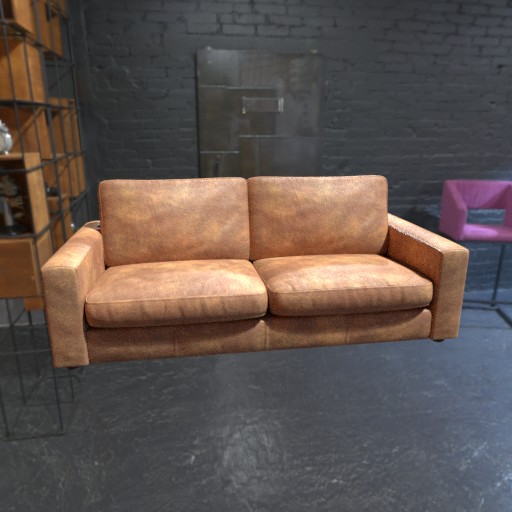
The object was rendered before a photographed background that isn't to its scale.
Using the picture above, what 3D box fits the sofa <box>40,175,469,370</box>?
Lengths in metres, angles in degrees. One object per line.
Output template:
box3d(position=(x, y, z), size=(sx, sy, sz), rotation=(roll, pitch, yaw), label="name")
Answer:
box3d(position=(0.000, 0.000, 2.680), size=(2.179, 0.873, 1.016), rotation=(-2, 17, -8), label="sofa")
